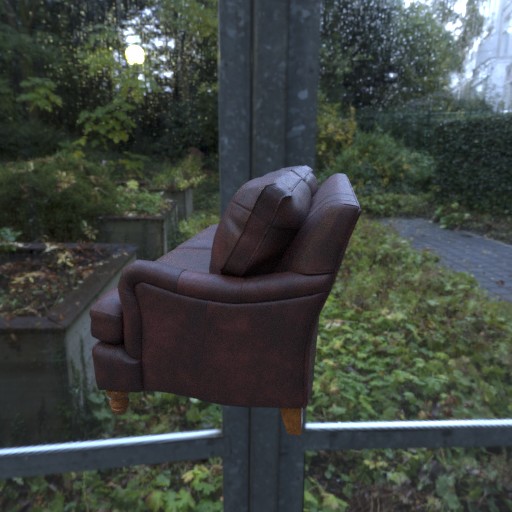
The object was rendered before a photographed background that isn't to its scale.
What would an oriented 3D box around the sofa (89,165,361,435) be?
[{"bbox_3d":[0.000,0.000,2.796,1.147,1.071,2.144,2,14,9],"label":"sofa"}]
